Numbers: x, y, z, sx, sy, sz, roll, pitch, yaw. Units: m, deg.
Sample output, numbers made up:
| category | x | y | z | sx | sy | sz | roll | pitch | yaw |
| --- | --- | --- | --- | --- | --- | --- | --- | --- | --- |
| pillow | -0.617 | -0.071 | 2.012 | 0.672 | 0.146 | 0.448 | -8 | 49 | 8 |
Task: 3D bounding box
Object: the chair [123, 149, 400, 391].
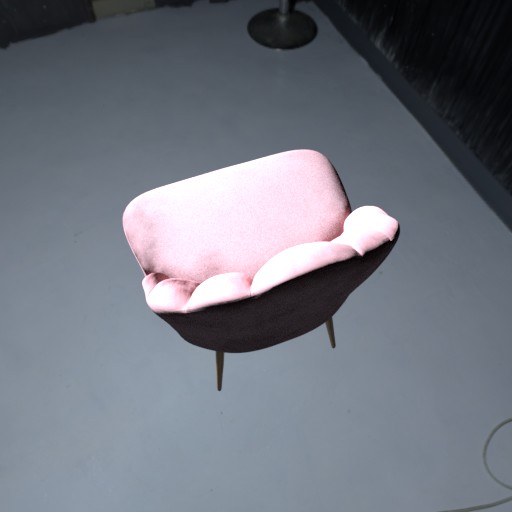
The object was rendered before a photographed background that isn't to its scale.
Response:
| category | x | y | z | sx | sy | sz | roll | pitch | yaw |
| --- | --- | --- | --- | --- | --- | --- | --- | --- | --- |
| chair | 0.000 | 0.000 | 1.262 | 0.657 | 0.819 | 0.599 | -18 | 61 | -10 |
